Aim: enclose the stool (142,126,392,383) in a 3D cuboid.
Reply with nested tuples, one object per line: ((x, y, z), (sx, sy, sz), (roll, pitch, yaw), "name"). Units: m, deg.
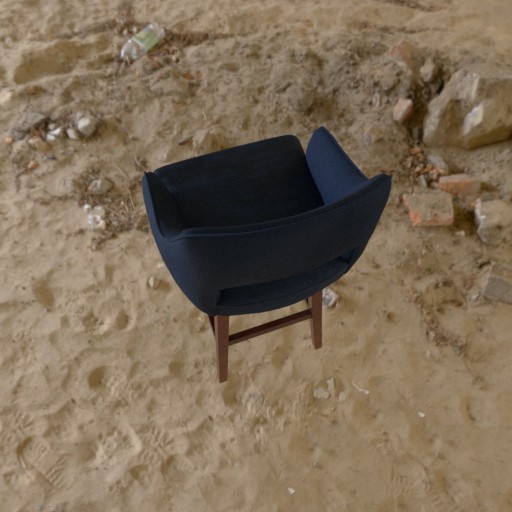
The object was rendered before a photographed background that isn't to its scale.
((0.000, 0.000, 1.370), (0.550, 1.041, 0.560), (-17, 60, -10), "stool")
